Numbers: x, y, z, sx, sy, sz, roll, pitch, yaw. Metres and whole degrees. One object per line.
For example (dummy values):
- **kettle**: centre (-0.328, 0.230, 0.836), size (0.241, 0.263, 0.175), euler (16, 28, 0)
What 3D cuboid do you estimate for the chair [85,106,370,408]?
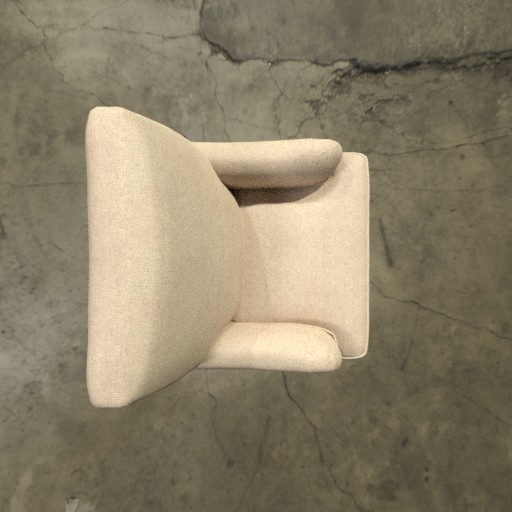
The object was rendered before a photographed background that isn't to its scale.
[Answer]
- **chair**: centre (0.000, 0.000, 1.768), size (0.953, 1.119, 0.879), euler (0, 91, 0)
